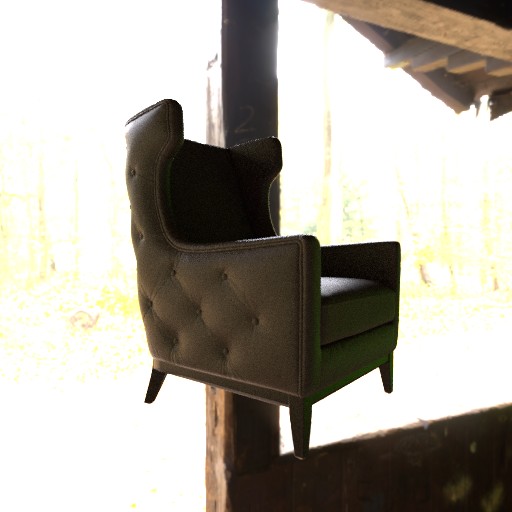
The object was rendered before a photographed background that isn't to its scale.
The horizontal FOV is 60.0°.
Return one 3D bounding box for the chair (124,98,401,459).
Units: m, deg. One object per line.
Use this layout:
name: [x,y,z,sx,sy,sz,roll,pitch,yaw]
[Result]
chair: [0.000,0.000,1.693,0.899,1.079,0.769,0,1,36]
